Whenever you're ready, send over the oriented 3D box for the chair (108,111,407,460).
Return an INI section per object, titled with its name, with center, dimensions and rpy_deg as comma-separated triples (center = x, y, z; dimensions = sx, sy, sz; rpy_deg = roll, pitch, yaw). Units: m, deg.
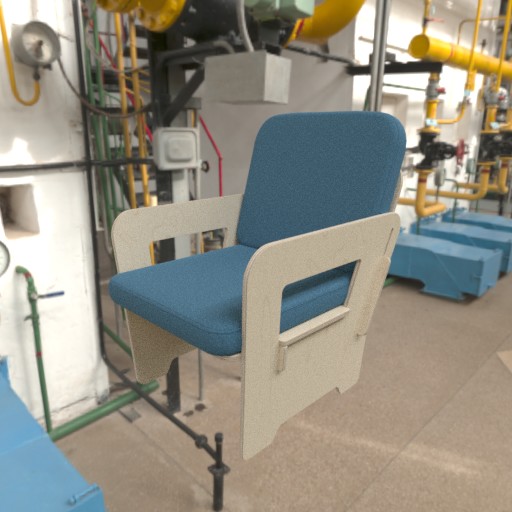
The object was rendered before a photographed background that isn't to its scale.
[chair]
center = 0.000, 0.000, 1.186
dimensions = 0.657, 0.747, 0.547
rpy_deg = -16, 22, -43
